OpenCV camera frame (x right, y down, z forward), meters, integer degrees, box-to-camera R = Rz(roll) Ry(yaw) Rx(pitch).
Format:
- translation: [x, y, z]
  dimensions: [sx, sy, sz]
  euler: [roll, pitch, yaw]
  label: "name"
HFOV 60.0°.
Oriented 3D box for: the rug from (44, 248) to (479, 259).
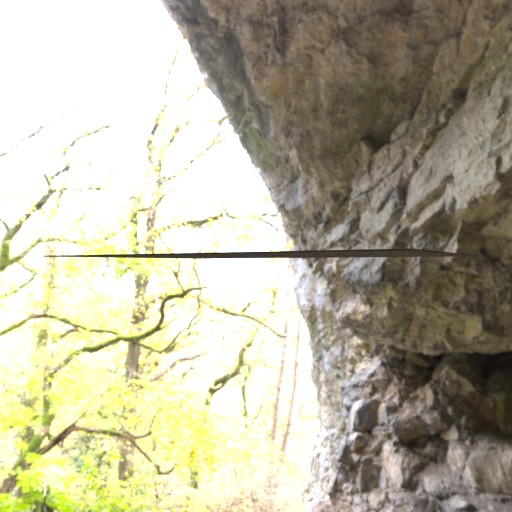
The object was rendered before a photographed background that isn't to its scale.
- translation: [0.000, 0.000, 2.908]
  dimensions: [2.427, 0.007, 1.515]
  euler: [-1, -1, 35]
  label: "rug"
